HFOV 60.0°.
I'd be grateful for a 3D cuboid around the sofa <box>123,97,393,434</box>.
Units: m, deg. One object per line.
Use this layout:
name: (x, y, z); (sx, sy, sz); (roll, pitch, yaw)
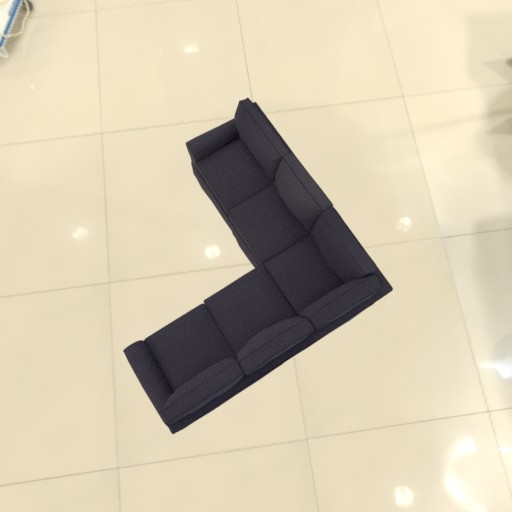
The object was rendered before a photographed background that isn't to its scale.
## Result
sofa: (0.000, 0.000, 5.100); (2.874, 1.169, 3.773); (-1, 74, 0)
